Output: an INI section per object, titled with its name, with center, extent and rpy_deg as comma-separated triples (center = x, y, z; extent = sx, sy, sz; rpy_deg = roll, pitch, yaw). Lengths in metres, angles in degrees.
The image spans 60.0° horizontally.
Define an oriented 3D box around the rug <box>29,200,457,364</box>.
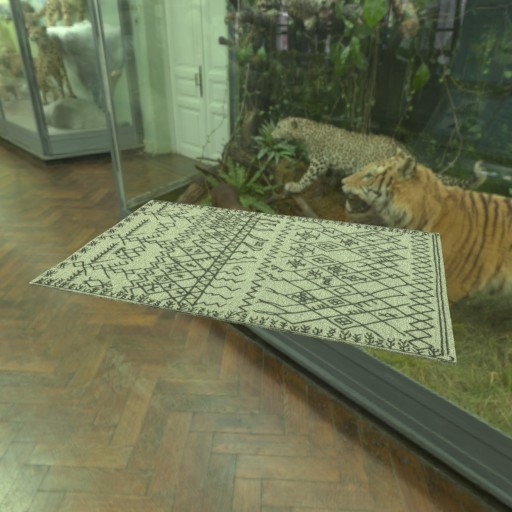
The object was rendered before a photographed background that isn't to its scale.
[rug]
center = 0.000, 0.000, 4.759
extent = 3.824, 0.019, 2.393
rpy_deg = 8, 29, 15
